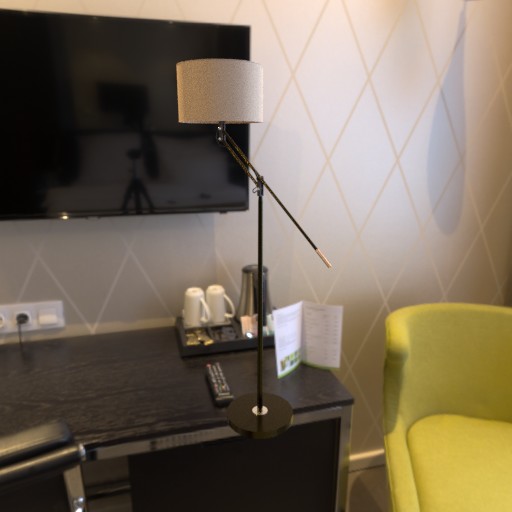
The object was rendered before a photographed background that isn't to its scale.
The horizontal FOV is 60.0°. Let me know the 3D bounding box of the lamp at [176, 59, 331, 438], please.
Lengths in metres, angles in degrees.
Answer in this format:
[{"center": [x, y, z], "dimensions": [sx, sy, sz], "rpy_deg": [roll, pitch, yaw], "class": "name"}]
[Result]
[{"center": [0.000, 0.000, 1.986], "dimensions": [0.809, 1.635, 0.373], "rpy_deg": [15, 21, 43], "class": "lamp"}]
